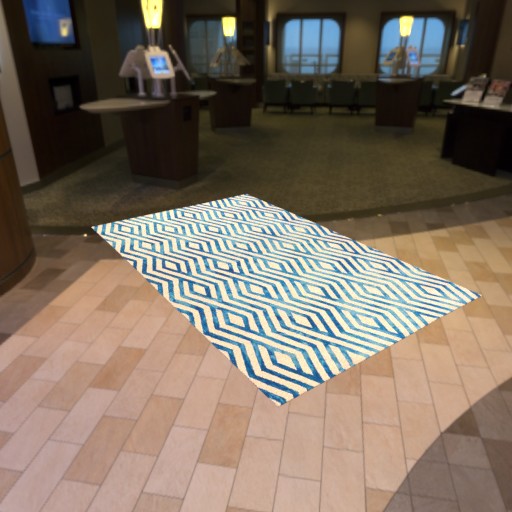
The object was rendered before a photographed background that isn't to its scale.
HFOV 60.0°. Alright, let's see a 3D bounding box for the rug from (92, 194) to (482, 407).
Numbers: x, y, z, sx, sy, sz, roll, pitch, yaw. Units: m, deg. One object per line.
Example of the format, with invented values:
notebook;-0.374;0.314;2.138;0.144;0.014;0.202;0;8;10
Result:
rug;0.000;0.000;3.098;1.531;0.008;2.439;-17;30;-32
